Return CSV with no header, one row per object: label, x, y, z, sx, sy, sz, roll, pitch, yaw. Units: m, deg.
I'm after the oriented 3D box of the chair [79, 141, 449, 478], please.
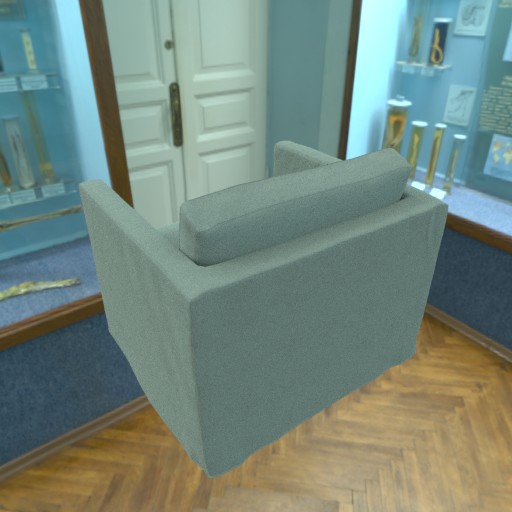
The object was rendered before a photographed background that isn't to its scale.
chair,0.000,0.000,1.748,1.057,0.863,0.949,-19,35,-30
